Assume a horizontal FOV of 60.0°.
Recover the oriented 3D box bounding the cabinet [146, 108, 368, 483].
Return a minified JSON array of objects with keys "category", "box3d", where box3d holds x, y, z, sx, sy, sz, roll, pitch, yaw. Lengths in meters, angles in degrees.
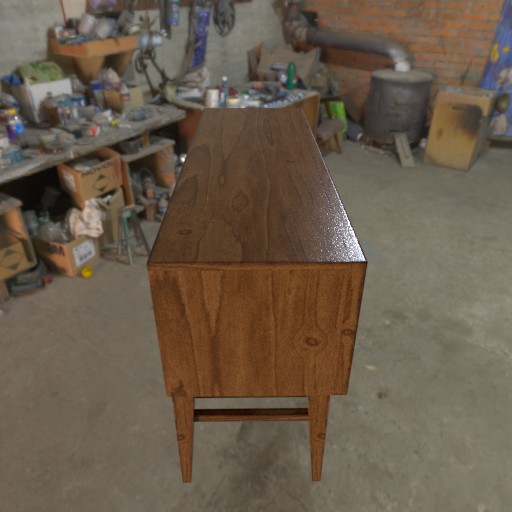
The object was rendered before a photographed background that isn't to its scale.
[{"category":"cabinet","box3d":[0.000,0.000,1.719,0.477,0.802,1.363,0,31,-1]}]
